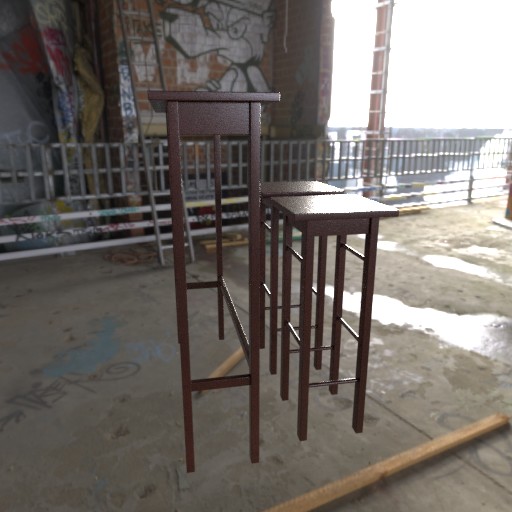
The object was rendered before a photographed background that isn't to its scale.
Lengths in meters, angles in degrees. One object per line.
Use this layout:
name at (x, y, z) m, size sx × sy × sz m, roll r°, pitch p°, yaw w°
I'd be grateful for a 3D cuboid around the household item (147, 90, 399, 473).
household item at (0.000, 0.000, 1.631) m, size 0.676 × 1.067 × 0.914 m, roll -3°, pitch 16°, yaw -11°
